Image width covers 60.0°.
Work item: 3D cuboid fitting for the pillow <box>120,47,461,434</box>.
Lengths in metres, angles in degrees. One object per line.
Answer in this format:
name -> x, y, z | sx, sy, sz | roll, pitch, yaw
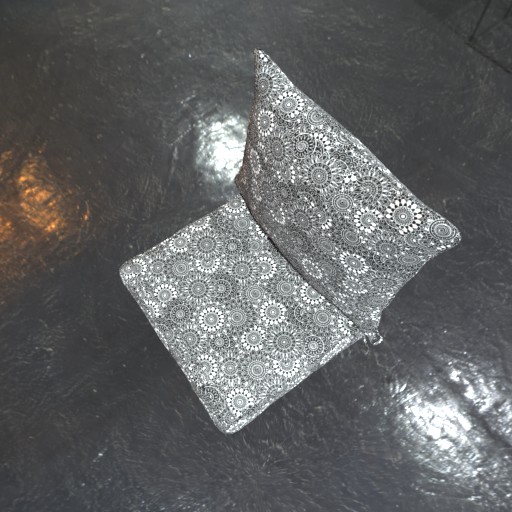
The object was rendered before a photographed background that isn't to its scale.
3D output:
pillow -> 0.000, 0.000, 1.342 | 0.740, 0.722, 0.798 | -33, 68, -15
